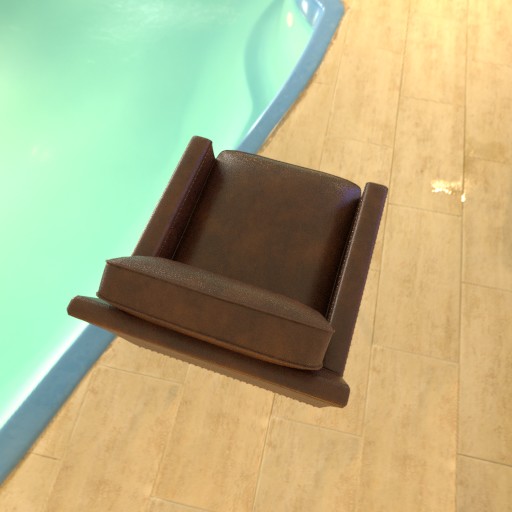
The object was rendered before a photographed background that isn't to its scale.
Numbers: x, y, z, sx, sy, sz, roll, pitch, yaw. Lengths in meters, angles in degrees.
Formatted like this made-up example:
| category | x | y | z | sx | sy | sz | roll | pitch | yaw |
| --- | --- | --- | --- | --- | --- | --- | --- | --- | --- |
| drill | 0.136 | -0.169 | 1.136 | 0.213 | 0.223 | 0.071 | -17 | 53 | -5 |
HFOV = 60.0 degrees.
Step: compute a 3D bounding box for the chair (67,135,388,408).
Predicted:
| category | x | y | z | sx | sy | sz | roll | pitch | yaw |
| --- | --- | --- | --- | --- | --- | --- | --- | --- | --- |
| chair | 0.000 | 0.000 | 1.745 | 0.853 | 0.929 | 1.014 | 17 | 65 | 8 |
